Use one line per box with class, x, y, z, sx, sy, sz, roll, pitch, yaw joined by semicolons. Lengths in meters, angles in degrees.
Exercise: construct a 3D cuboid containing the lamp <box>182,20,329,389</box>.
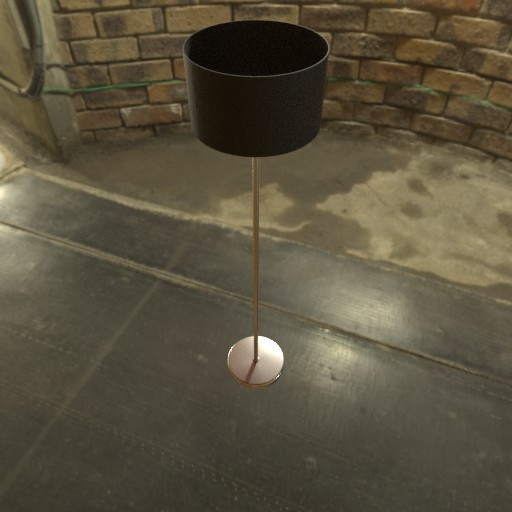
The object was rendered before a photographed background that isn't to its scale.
lamp;0.000;0.000;1.573;0.348;1.443;0.348;-12;47;-11
